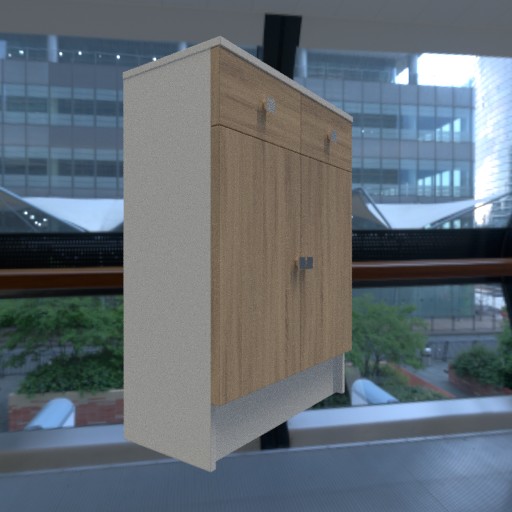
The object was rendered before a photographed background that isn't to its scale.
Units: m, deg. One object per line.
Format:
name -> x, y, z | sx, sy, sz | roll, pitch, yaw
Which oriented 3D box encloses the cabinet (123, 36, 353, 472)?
cabinet -> 0.000, 0.000, 1.142 | 0.296, 0.815, 0.600 | 0, 0, 36
